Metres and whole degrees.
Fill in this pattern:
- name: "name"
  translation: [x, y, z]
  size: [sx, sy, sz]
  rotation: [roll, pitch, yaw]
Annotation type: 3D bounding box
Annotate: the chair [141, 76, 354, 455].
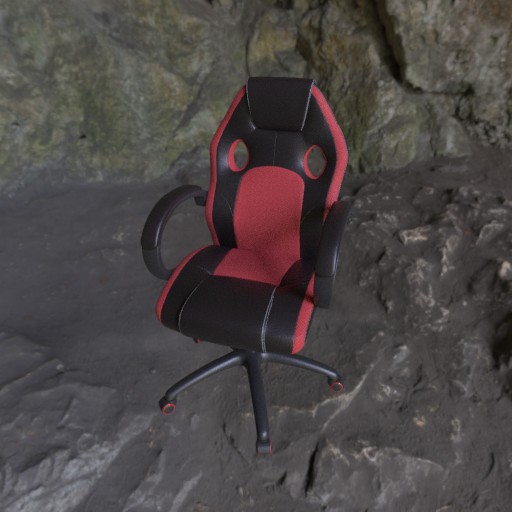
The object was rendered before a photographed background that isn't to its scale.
- name: "chair"
  translation: [0.000, 0.000, 1.662]
  size: [0.750, 1.189, 0.783]
  rotation: [9, 28, 16]
